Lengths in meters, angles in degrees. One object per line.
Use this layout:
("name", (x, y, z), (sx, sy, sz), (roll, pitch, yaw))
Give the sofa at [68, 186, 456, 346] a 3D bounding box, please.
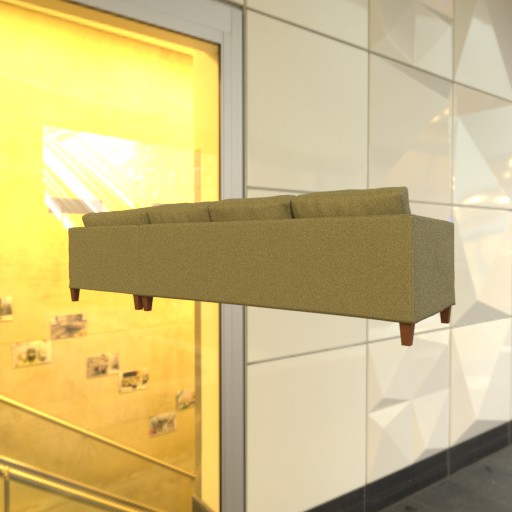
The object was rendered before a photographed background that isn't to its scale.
("sofa", (0.000, 0.000, 3.837), (3.186, 0.861, 1.625), (1, 2, 36))
